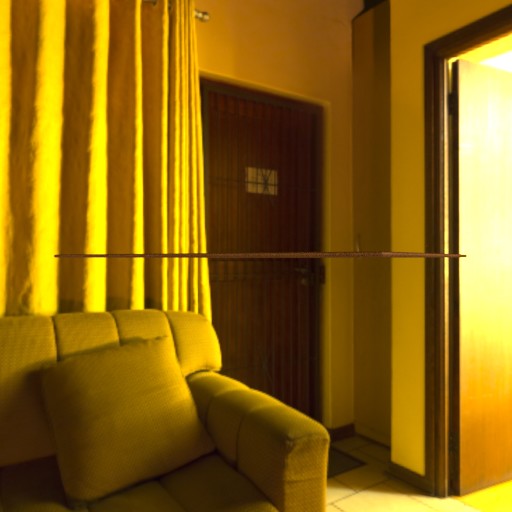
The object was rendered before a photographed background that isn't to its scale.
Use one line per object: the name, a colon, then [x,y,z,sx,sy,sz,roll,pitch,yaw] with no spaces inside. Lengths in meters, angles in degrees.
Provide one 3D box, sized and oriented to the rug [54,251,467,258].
rug: [0.000,0.000,2.353,1.829,0.016,1.219,0,0,36]
